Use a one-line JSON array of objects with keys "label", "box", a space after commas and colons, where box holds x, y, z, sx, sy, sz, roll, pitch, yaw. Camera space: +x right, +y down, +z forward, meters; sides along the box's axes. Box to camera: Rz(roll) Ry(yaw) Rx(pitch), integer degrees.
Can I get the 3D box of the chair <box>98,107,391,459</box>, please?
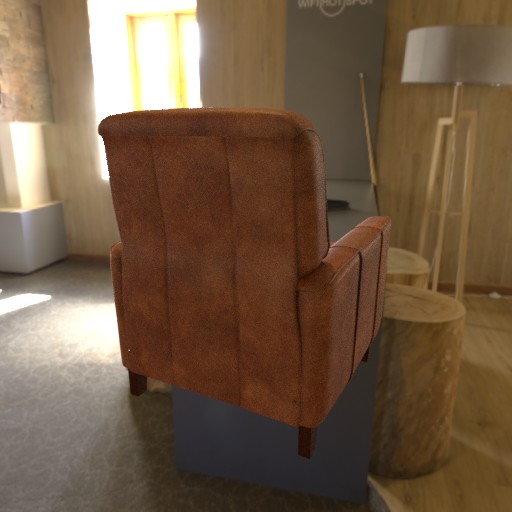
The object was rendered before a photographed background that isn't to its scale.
[{"label": "chair", "box": [0.000, 0.000, 1.674, 0.843, 1.043, 0.836, 9, 19, 27]}]
